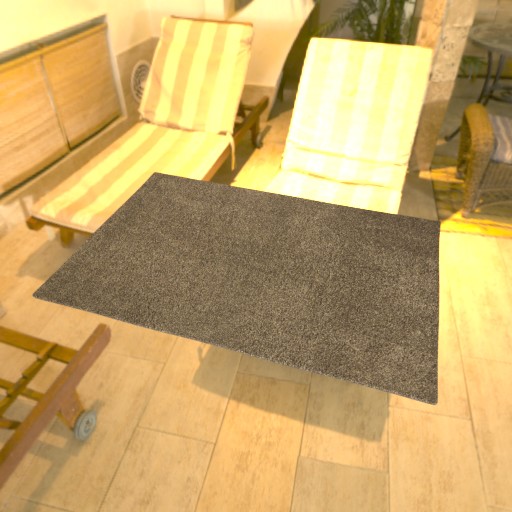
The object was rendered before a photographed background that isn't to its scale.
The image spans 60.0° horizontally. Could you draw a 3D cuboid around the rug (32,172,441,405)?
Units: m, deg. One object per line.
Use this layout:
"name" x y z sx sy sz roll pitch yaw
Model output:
"rug" 0.000 0.000 3.422 2.699 0.026 1.802 12 42 14
